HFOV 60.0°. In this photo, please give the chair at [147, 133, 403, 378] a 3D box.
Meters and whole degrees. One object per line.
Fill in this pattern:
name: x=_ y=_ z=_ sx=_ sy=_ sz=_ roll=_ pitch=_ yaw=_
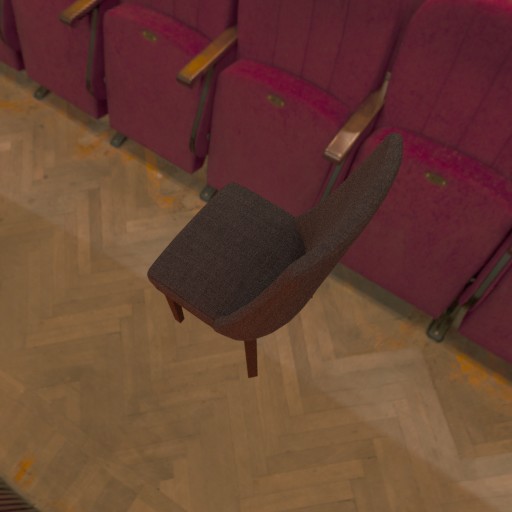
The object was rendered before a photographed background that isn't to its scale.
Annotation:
chair: x=0.000 y=0.000 z=1.383 sx=0.577 sy=1.050 sz=0.510 roll=32 pitch=67 yaw=16
